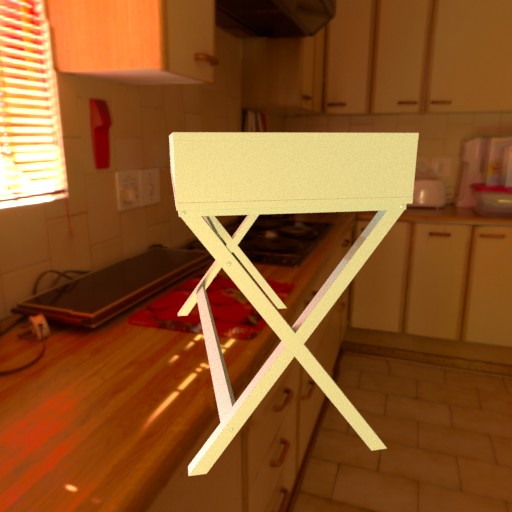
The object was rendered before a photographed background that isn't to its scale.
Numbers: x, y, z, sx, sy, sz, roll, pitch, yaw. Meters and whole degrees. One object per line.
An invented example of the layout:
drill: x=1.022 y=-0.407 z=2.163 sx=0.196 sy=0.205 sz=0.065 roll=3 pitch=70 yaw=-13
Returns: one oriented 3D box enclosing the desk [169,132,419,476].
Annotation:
desk: x=0.000 y=0.000 z=1.478 sx=0.525 sy=0.780 sz=1.057 roll=-3 pitch=15 yaw=-11
